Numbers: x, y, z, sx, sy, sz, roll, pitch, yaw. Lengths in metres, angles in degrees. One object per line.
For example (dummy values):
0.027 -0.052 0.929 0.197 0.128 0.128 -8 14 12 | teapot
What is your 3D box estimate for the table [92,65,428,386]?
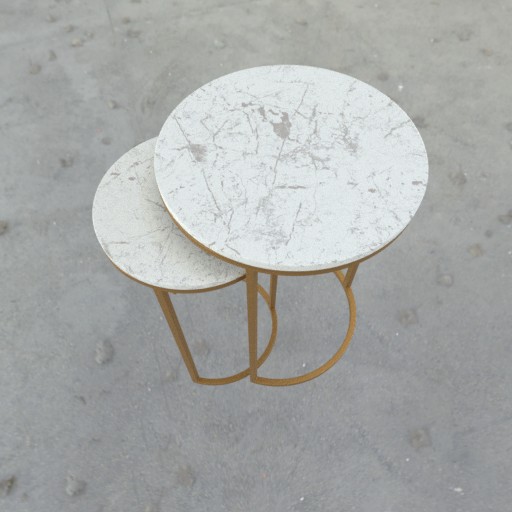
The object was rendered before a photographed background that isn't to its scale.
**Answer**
0.000 0.000 0.881 0.507 0.550 0.400 -15 60 -9 | table
